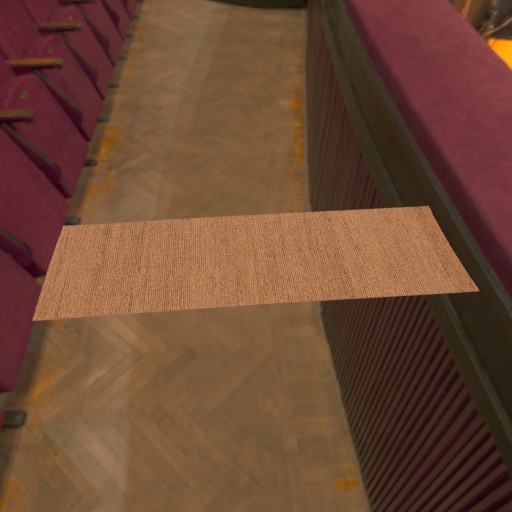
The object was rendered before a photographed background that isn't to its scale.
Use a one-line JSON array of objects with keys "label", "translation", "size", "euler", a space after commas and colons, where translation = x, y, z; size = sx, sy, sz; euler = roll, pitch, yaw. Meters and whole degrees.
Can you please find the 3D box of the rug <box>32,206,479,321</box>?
[{"label": "rug", "translation": [0.000, 0.000, 2.612], "size": [2.390, 0.014, 0.741], "euler": [-3, 45, -3]}]
